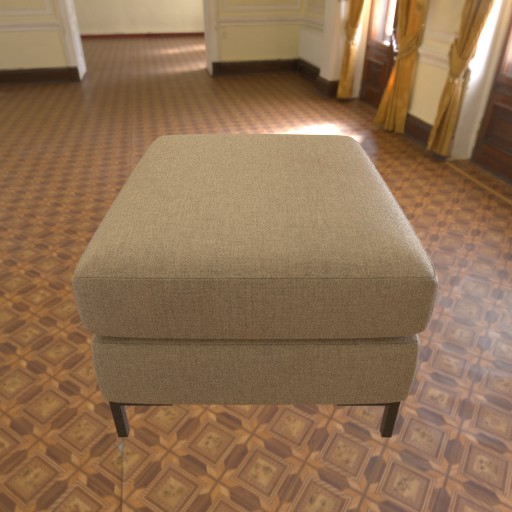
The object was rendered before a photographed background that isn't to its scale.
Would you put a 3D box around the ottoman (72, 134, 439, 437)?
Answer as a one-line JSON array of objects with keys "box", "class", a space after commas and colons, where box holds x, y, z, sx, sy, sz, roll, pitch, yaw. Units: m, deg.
[{"box": [0.000, 0.000, 1.195, 0.671, 0.490, 0.820, 0, 32, 0], "class": "ottoman"}]
